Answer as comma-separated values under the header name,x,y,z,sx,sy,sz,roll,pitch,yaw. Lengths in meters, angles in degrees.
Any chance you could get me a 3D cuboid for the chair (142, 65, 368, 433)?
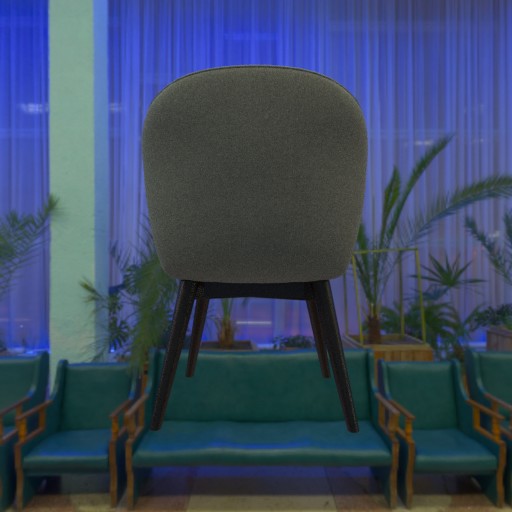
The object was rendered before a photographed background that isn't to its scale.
name,x,y,z,sx,sy,sz,roll,pitch,yaw
chair,0.000,0.000,1.238,0.589,0.810,0.611,0,0,1
